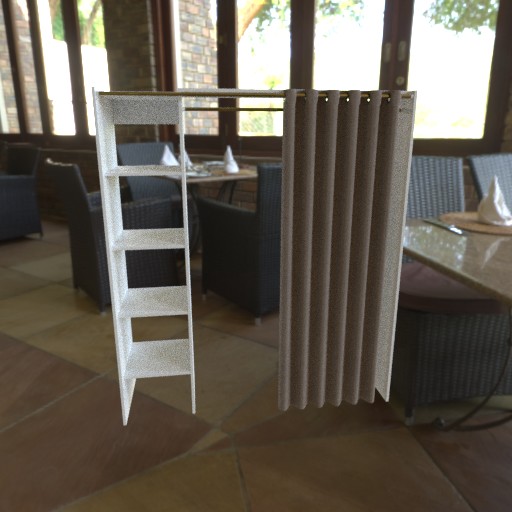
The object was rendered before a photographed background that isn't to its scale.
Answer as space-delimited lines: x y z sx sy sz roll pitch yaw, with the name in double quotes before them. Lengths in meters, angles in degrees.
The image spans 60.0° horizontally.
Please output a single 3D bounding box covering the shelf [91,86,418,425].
"shelf" 0.000 0.000 2.610 1.600 1.820 0.500 -2 16 -8
